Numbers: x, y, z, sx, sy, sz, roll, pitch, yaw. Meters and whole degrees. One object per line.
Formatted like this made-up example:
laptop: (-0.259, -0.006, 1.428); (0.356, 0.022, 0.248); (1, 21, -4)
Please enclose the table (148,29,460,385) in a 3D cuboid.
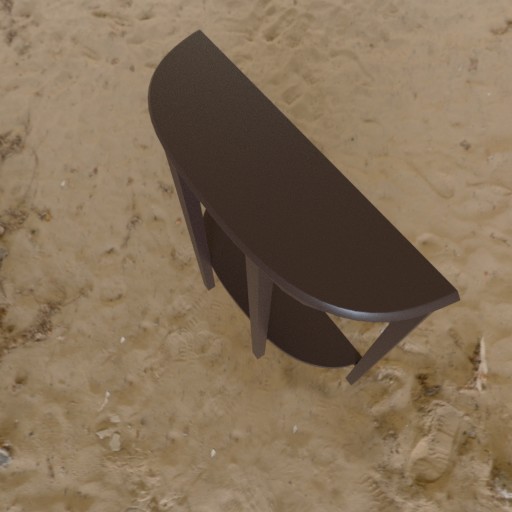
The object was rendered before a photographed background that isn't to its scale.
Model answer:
table: (0.000, 0.000, 1.300); (0.274, 0.831, 0.909); (-32, 68, -15)
